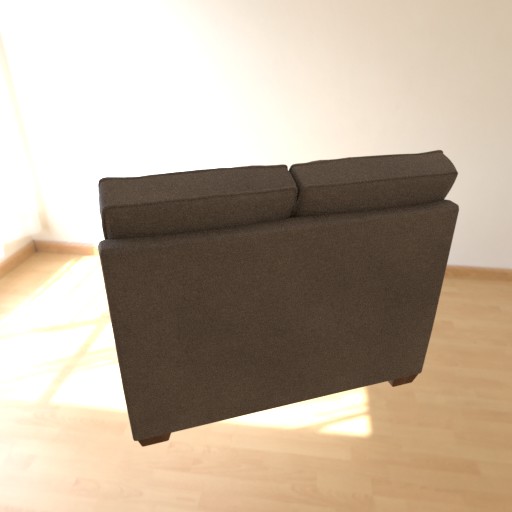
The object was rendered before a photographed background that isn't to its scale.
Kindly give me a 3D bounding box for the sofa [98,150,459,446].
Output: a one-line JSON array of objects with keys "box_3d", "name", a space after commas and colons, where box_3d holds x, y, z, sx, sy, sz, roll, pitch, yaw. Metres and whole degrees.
[{"box_3d": [0.000, 0.000, 1.954, 1.237, 1.008, 0.951, -8, 28, -15], "name": "sofa"}]
